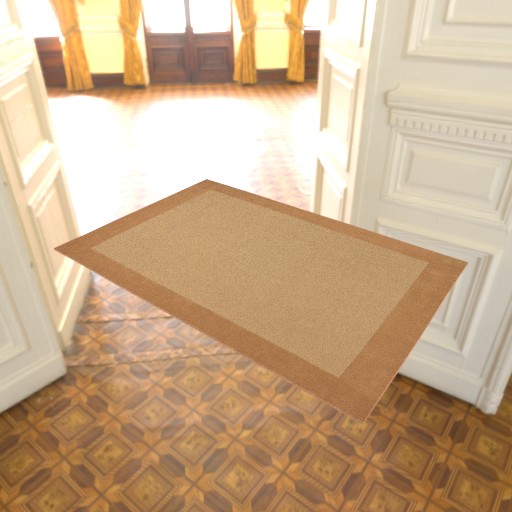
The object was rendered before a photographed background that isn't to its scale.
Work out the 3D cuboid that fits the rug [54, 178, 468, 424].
[{"bbox_3d":[0.000,0.000,2.345,1.829,0.014,1.219,22,39,31],"label":"rug"}]
